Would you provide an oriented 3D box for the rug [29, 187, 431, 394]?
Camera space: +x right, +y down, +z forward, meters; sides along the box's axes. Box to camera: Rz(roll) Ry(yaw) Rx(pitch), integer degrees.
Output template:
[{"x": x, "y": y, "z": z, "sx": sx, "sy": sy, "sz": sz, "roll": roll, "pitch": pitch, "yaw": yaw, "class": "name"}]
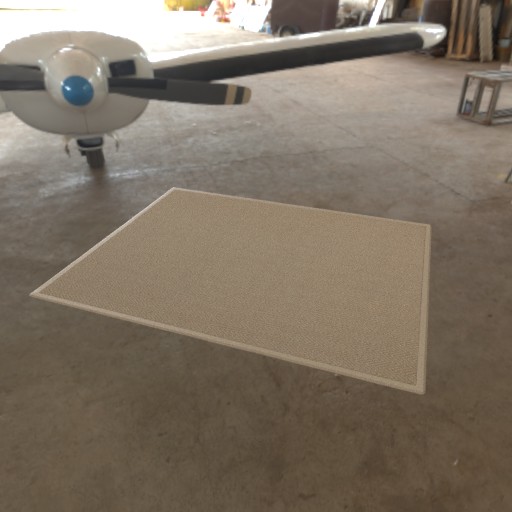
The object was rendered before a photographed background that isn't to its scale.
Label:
[{"x": 0.000, "y": 0.000, "z": 4.116, "sx": 3.051, "sy": 0.020, "sz": 2.407, "roll": 10, "pitch": 33, "yaw": 17, "class": "rug"}]
